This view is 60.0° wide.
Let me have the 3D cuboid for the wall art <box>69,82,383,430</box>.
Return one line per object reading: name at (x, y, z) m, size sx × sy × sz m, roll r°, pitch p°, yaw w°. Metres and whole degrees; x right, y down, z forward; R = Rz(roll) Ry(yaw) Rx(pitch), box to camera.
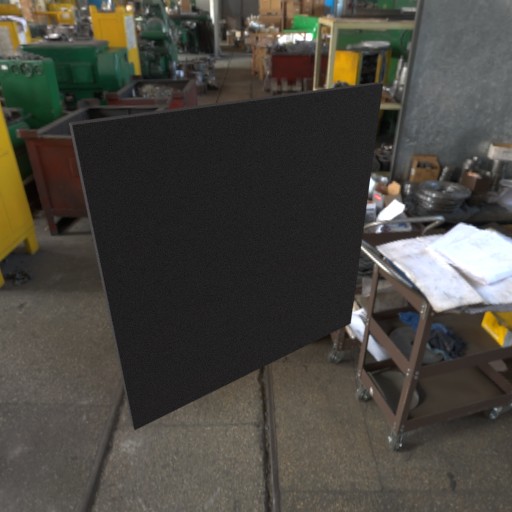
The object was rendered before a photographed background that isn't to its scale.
wall art at (0.000, 0.000, 0.676) m, size 0.456 × 0.458 × 0.013 m, roll -19°, pitch 35°, yaw -29°
